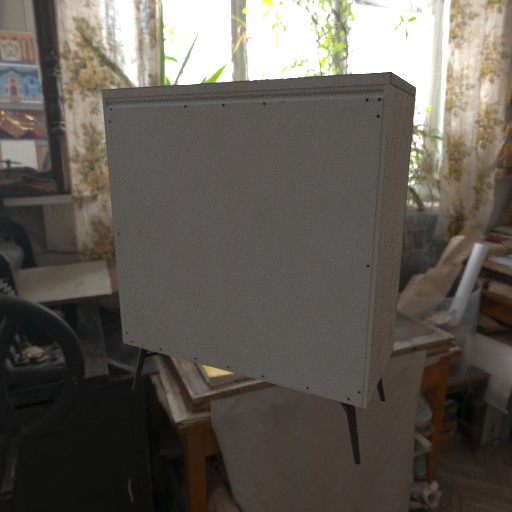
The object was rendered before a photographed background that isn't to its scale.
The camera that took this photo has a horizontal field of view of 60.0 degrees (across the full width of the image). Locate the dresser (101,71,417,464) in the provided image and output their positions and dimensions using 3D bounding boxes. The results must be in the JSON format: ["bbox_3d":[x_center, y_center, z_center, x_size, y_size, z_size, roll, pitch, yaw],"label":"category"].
[{"bbox_3d":[0.000,0.000,1.717,1.016,1.219,0.457,8,17,26],"label":"dresser"}]
